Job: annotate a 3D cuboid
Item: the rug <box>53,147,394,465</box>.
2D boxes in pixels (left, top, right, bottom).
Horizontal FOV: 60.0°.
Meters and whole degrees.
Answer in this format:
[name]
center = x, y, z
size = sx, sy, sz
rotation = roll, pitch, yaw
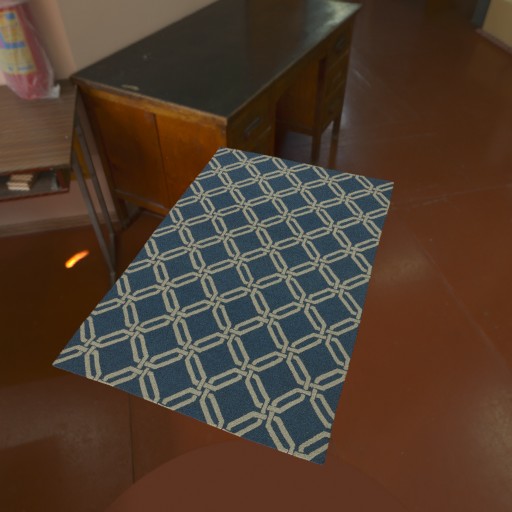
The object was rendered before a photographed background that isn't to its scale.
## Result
[rug]
center = 0.000, 0.000, 2.248
size = 1.153, 0.010, 1.755
rotation = 15, 48, 14
